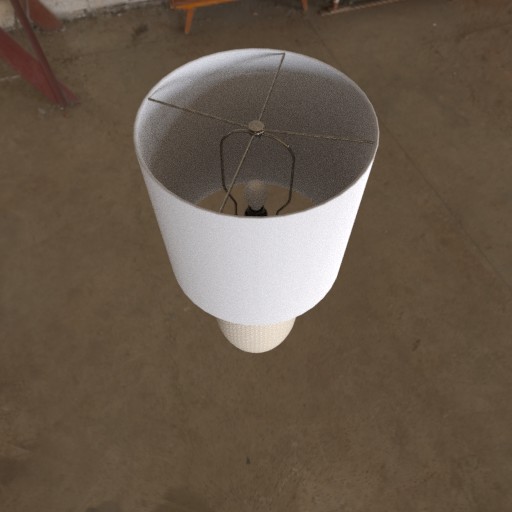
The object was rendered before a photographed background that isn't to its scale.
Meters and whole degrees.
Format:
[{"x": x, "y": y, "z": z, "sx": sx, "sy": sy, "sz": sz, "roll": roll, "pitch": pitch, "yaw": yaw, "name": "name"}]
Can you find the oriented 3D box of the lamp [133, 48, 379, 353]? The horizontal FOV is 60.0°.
[{"x": 0.000, "y": 0.000, "z": 0.585, "sx": 0.217, "sy": 0.453, "sz": 0.217, "roll": 13, "pitch": 59, "yaw": 8, "name": "lamp"}]
